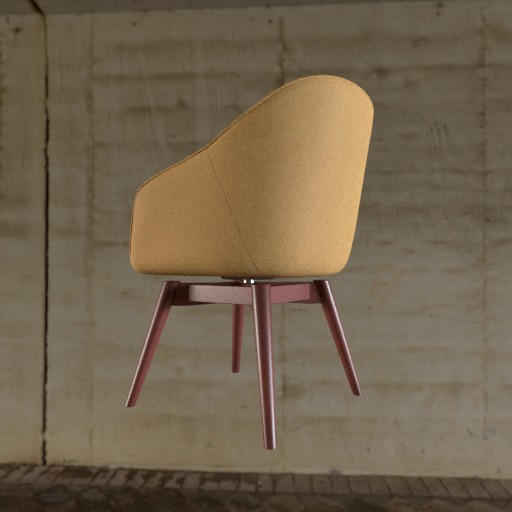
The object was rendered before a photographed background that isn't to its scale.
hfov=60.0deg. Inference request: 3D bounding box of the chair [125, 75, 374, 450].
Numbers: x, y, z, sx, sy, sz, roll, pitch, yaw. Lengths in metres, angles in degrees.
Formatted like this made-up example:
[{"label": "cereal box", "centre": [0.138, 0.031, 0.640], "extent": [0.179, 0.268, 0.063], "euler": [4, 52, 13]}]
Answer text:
[{"label": "chair", "centre": [0.000, 0.000, 1.259], "extent": [0.635, 0.823, 0.596], "euler": [-1, -1, 36]}]
